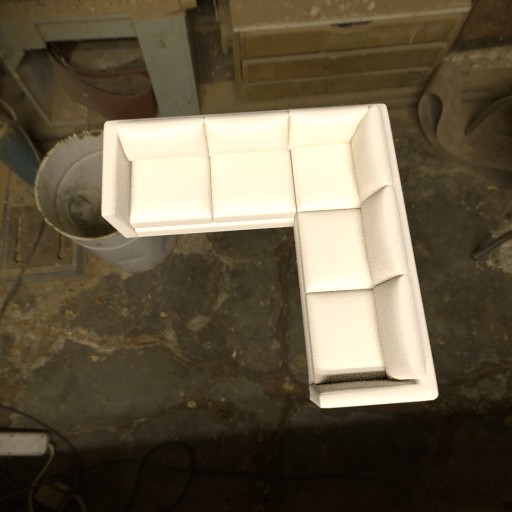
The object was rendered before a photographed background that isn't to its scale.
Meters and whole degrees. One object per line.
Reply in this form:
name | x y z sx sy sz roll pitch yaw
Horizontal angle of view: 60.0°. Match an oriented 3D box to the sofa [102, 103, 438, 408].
sofa | 0.000 0.000 3.690 2.430 0.867 2.448 -4 74 -1
